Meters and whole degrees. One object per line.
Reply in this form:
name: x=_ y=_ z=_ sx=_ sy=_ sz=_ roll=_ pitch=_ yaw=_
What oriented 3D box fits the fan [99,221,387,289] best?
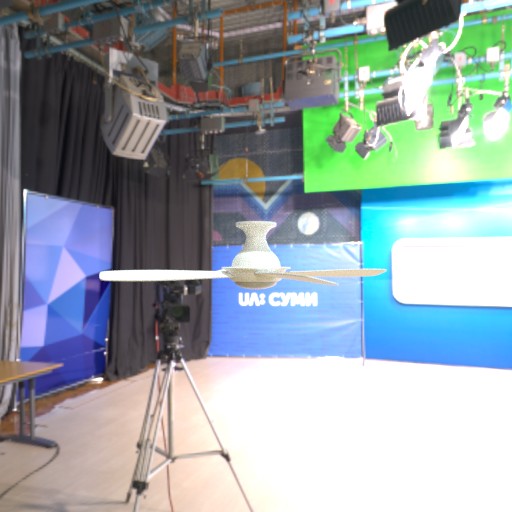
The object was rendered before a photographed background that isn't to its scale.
fan: x=0.000 y=0.000 z=2.543 sx=1.694 sy=0.382 sz=1.693 roll=0 pitch=0 yaw=-19
